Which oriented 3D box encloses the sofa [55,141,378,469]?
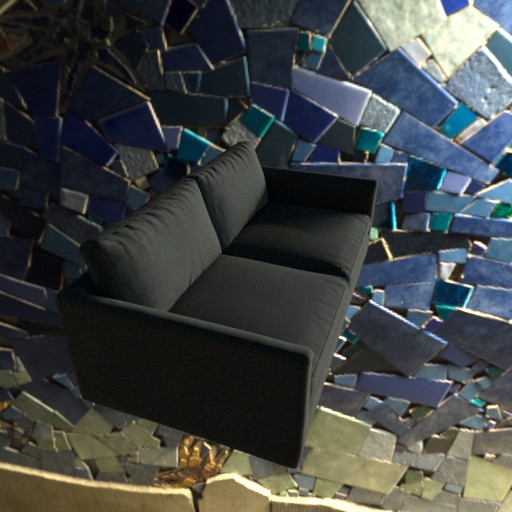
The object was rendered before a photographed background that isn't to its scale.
[{"bbox_3d":[0.000,0.000,2.525,1.091,0.845,1.909,10,31,18],"label":"sofa"}]
